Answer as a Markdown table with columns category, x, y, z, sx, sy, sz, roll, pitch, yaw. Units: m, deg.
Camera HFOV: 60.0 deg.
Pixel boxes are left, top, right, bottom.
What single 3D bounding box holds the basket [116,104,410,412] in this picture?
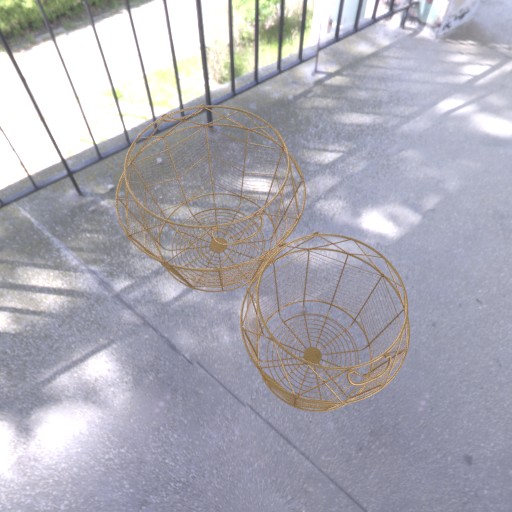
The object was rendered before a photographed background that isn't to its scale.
| category | x | y | z | sx | sy | sz | roll | pitch | yaw |
| --- | --- | --- | --- | --- | --- | --- | --- | --- | --- |
| basket | 0.000 | 0.000 | 1.046 | 0.451 | 0.343 | 0.805 | -33 | 63 | -19 |
